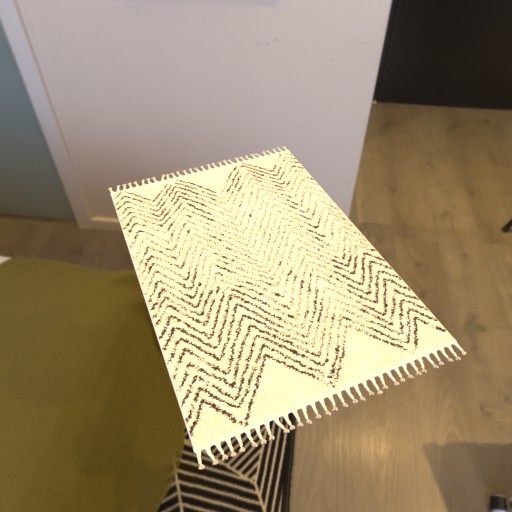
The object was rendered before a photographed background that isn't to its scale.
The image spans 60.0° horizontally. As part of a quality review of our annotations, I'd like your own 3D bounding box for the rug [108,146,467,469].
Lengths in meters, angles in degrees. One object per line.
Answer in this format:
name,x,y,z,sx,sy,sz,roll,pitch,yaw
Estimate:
rug,0.000,0.000,2.347,1.230,0.014,1.847,-17,48,-16
